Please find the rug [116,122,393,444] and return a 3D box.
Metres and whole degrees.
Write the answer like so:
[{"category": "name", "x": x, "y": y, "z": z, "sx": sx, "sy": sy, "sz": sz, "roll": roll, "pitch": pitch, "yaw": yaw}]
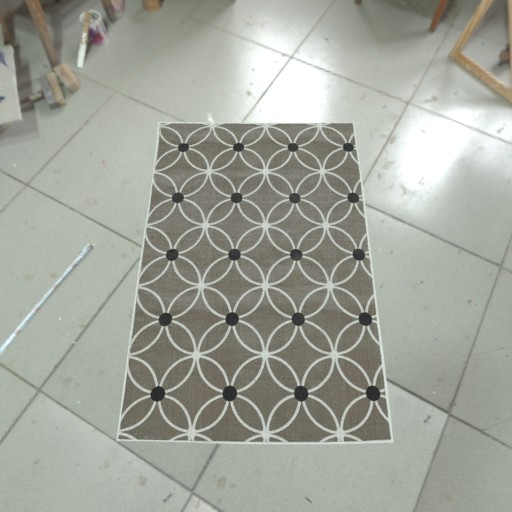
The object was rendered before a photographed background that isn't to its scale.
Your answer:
[{"category": "rug", "x": 0.000, "y": 0.000, "z": 2.915, "sx": 1.522, "sy": 0.008, "sz": 2.284, "roll": 0, "pitch": 64, "yaw": 0}]
